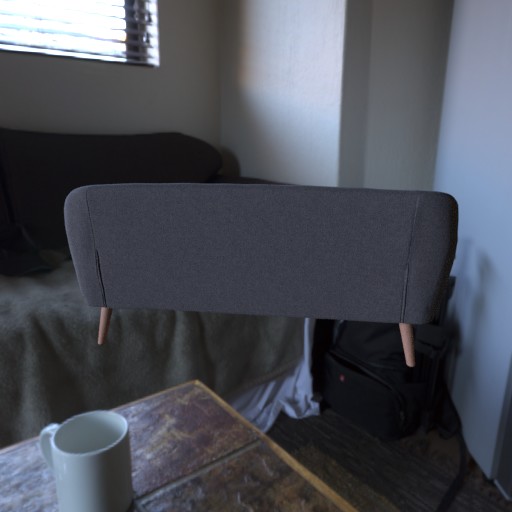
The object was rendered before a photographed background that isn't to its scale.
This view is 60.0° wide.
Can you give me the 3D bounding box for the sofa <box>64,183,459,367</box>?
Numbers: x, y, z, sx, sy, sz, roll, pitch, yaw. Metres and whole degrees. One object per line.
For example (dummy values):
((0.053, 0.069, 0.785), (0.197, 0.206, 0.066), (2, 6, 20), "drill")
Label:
((0.000, 0.000, 2.265), (1.840, 0.820, 0.820), (2, 16, 8), "sofa")
